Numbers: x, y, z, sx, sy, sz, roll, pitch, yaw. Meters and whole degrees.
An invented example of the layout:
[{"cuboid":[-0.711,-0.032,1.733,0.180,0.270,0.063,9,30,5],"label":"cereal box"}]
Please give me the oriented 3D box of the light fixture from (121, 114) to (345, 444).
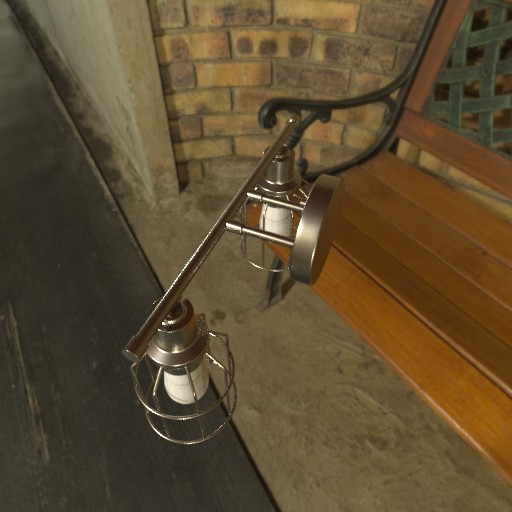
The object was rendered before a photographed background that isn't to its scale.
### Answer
[{"cuboid":[0.000,0.000,0.536,0.165,0.254,0.406,17,49,15],"label":"light fixture"}]
